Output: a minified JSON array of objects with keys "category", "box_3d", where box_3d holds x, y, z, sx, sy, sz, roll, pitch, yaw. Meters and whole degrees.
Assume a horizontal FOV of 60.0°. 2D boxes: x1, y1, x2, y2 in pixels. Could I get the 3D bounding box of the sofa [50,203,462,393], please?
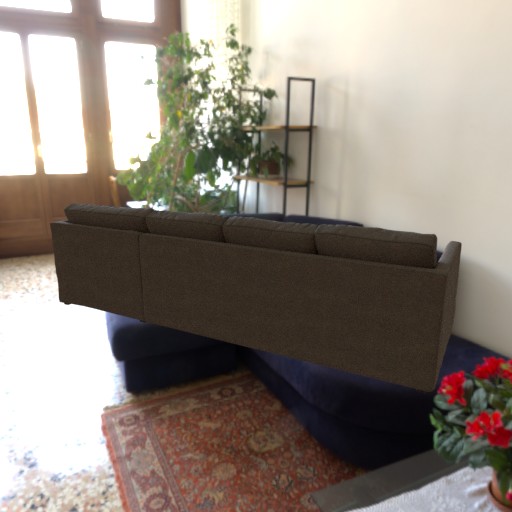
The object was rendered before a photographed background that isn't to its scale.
[{"category":"sofa","box_3d":[0.000,0.000,3.831,3.205,0.922,1.650,8,17,28]}]
